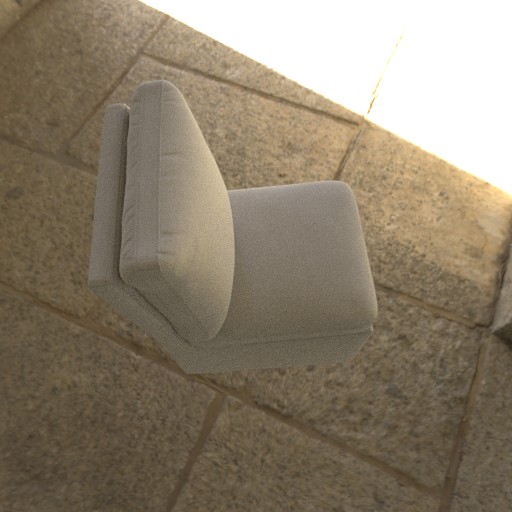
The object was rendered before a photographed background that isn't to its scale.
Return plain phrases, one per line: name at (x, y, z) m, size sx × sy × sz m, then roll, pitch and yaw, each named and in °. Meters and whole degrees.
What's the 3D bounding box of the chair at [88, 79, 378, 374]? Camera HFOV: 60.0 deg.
chair at (0.000, 0.000, 1.316) m, size 0.698 × 0.927 × 0.503 m, roll -4°, pitch 64°, yaw -2°
